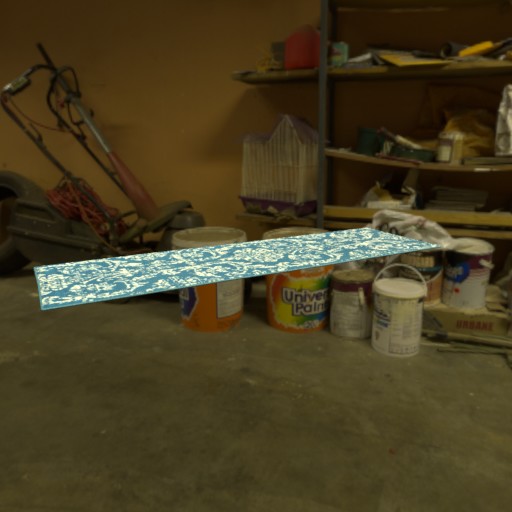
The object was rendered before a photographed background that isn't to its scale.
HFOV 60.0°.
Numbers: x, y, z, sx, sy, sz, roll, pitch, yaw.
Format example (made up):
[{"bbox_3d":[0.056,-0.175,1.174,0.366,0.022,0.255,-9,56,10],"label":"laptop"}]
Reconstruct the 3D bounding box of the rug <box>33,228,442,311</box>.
[{"bbox_3d":[0.000,0.000,2.458,2.196,0.011,0.662,-8,17,-27],"label":"rug"}]
